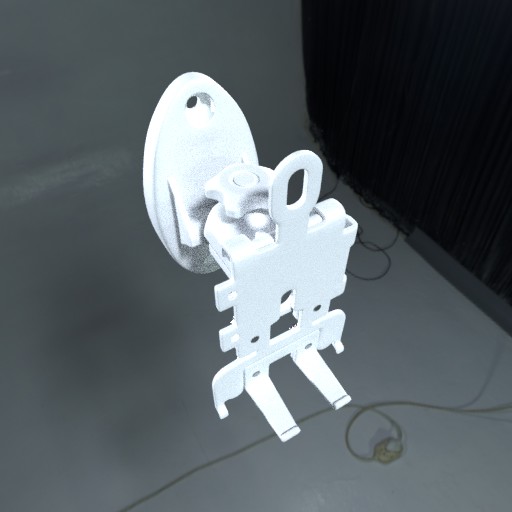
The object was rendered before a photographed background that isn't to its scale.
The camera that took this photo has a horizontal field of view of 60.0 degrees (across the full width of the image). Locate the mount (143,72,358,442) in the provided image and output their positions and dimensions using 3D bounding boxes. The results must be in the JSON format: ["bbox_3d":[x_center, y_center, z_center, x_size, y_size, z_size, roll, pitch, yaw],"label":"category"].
[{"bbox_3d":[0.000,0.000,0.174,0.066,0.118,0.100,-23,50,-21],"label":"mount"}]
